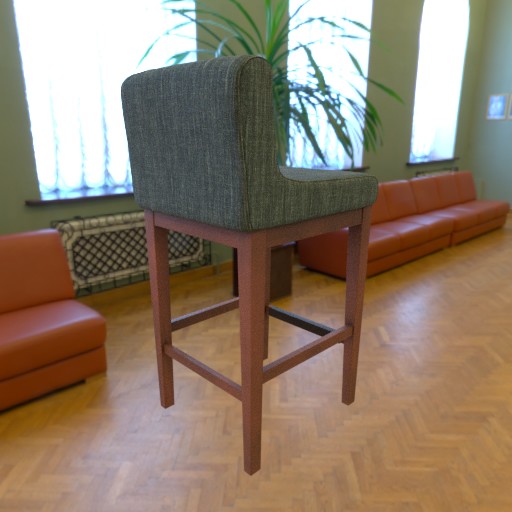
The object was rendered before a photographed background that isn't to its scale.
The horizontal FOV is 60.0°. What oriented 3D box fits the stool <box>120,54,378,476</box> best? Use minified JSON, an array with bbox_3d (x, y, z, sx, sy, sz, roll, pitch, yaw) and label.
[{"bbox_3d":[0.000,0.000,1.080,0.459,0.835,0.395,-15,22,-42],"label":"stool"}]
